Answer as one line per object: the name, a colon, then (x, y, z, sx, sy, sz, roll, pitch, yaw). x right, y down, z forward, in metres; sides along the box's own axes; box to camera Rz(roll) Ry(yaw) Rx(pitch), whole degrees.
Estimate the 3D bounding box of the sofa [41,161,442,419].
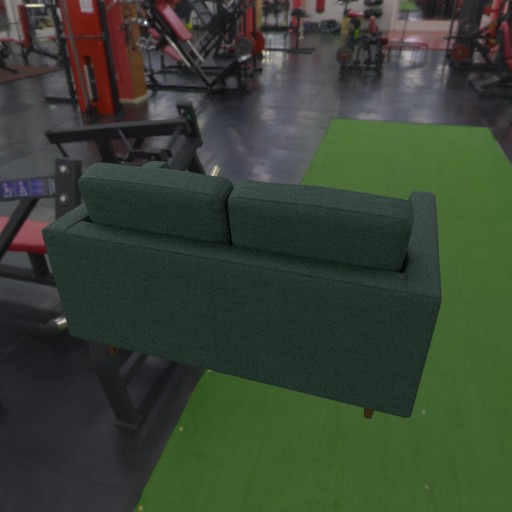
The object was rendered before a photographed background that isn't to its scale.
sofa: (0.000, 0.000, 1.960, 1.430, 0.899, 0.879, 9, 32, 15)
